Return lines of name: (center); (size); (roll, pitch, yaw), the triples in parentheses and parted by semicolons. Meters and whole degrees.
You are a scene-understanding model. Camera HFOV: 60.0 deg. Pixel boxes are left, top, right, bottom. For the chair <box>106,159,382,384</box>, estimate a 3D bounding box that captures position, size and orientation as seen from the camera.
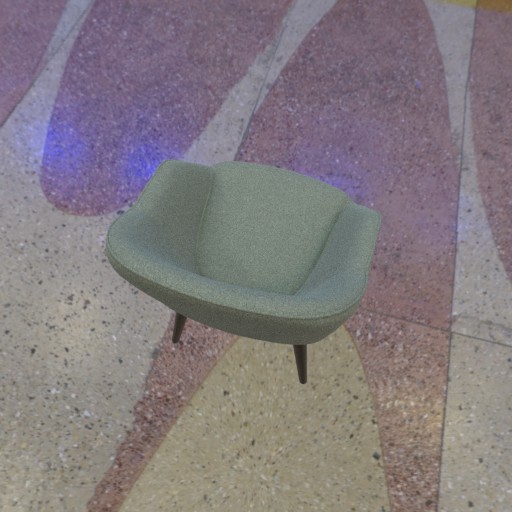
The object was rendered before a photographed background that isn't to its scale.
chair: (0.000, 0.000, 1.246); (0.589, 0.810, 0.611); (16, 65, 8)
